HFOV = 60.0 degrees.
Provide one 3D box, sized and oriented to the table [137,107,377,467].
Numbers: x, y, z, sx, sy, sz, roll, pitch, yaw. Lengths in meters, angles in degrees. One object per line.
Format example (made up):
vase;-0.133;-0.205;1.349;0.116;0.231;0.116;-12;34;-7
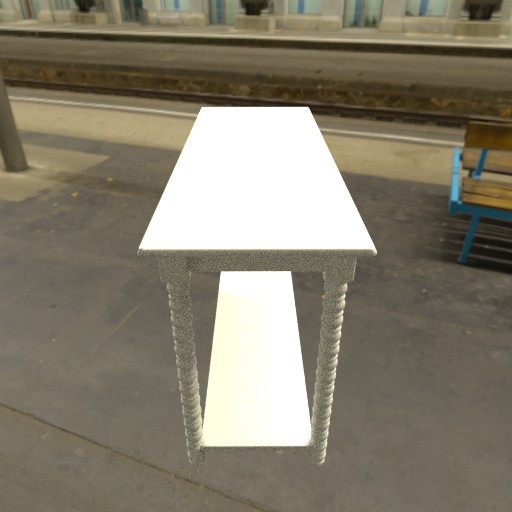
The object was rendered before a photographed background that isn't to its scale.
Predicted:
table;0.000;0.000;1.530;0.459;0.740;1.184;0;31;0
